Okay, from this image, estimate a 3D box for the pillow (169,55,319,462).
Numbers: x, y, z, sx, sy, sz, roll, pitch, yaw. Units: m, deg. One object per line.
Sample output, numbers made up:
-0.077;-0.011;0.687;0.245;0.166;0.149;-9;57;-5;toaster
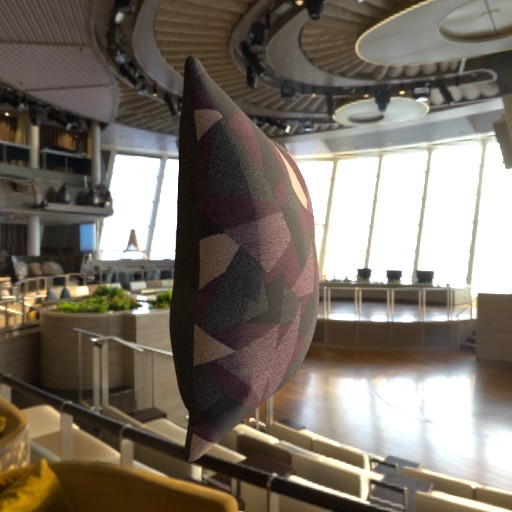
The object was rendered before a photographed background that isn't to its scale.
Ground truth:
0.000;0.000;0.765;0.208;0.496;0.503;0;0;18;pillow
